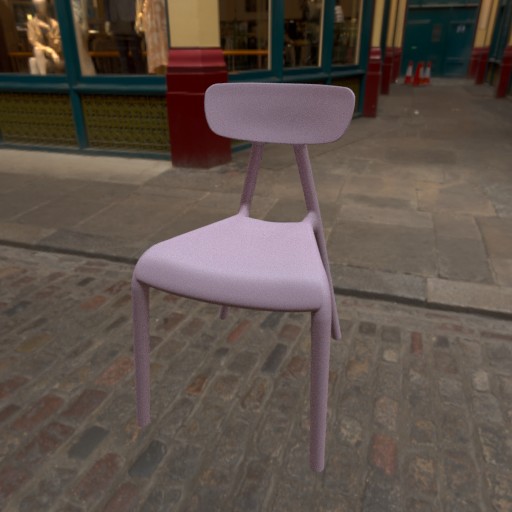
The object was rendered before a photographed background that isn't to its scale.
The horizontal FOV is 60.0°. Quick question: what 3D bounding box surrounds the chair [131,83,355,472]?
[{"bbox_3d":[0.000,0.000,0.835,0.356,0.580,0.401,8,27,15],"label":"chair"}]
